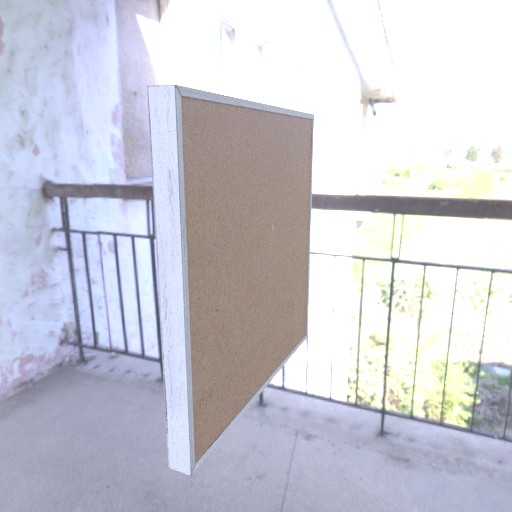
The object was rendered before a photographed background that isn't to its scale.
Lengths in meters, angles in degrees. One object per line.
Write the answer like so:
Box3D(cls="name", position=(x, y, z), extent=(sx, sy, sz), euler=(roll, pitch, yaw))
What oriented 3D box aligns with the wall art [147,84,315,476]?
Box3D(cls="wall art", position=(0.000, 0.000, 0.781), extent=(0.038, 0.508, 0.508), euler=(6, 15, 24))
